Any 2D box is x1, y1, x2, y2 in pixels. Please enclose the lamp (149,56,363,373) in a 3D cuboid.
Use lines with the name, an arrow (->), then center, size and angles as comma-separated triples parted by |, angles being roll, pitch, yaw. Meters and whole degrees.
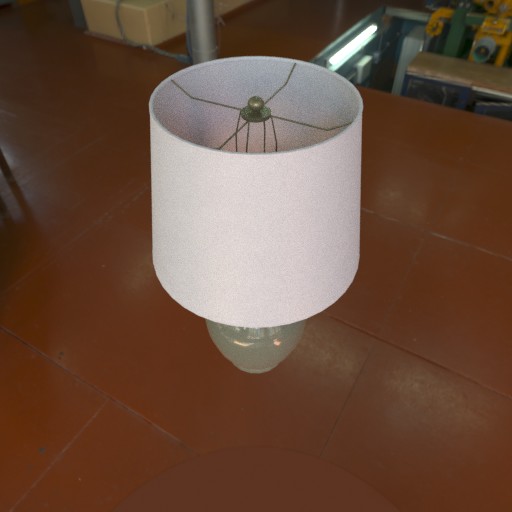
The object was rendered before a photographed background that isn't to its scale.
lamp -> 0.000, 0.000, 0.535 | 0.239, 0.399, 0.239 | 0, 45, 0
